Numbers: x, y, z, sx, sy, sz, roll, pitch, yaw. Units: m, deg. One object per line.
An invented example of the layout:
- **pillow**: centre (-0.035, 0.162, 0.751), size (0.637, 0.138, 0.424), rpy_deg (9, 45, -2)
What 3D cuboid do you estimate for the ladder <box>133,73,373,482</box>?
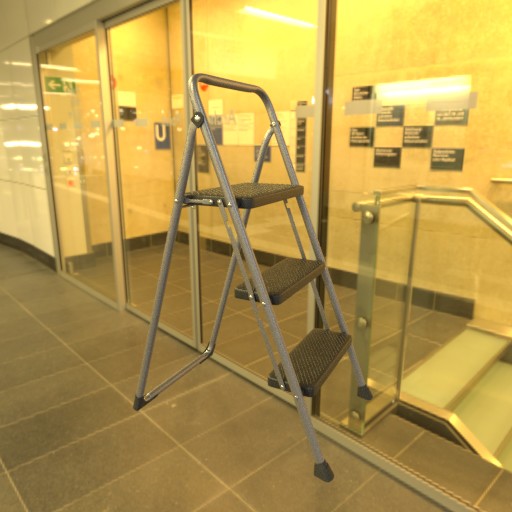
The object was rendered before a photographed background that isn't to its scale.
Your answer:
- **ladder**: centre (0.000, 0.000, 1.260), size (0.629, 0.945, 0.430), rpy_deg (8, 16, 27)
